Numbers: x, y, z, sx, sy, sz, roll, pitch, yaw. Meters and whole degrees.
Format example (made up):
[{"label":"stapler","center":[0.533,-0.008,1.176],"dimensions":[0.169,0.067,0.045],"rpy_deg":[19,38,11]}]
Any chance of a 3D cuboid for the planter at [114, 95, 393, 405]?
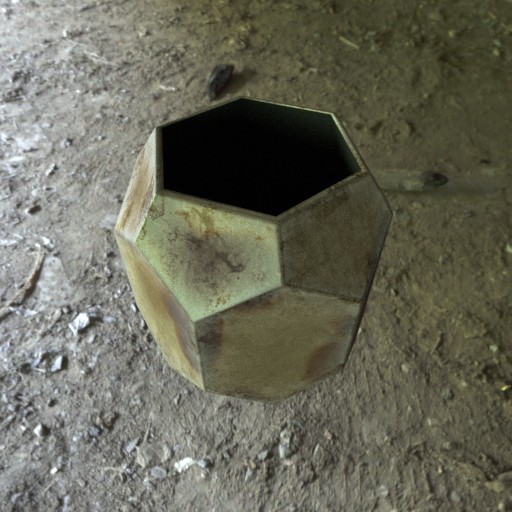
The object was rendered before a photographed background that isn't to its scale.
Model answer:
[{"label":"planter","center":[0.000,0.000,0.423],"dimensions":[0.221,0.238,0.243],"rpy_deg":[-30,53,-26]}]
